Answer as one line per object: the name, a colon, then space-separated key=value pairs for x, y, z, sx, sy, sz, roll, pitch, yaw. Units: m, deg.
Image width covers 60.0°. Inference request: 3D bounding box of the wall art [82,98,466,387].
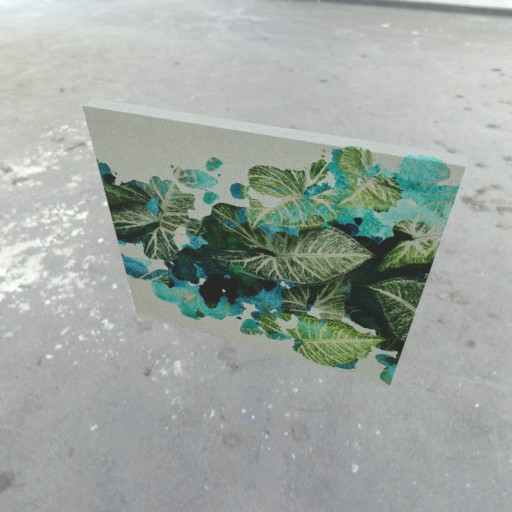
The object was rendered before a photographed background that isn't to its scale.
wall art: x=0.000 y=0.000 z=0.994 sx=0.711 sy=0.610 sz=0.043 roll=13 pitch=43 yaw=15
